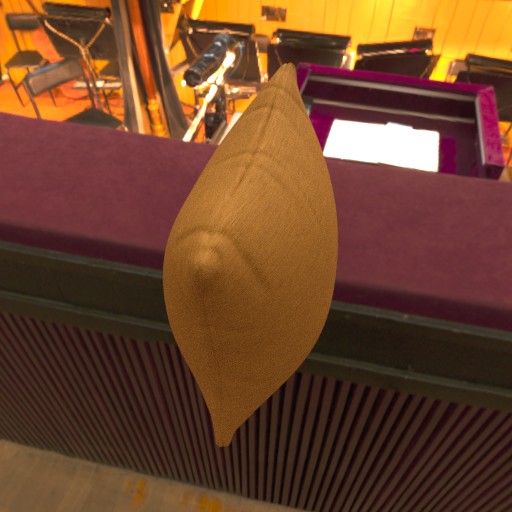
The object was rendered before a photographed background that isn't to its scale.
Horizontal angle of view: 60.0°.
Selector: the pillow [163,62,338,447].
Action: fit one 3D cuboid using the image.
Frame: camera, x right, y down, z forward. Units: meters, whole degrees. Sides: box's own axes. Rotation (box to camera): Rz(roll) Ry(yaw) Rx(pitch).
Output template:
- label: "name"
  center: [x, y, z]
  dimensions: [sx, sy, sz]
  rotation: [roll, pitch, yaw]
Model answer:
- label: "pillow"
  center: [0.000, 0.000, 0.674]
  dimensions: [0.247, 0.417, 0.435]
  rotation: [10, 47, 9]
